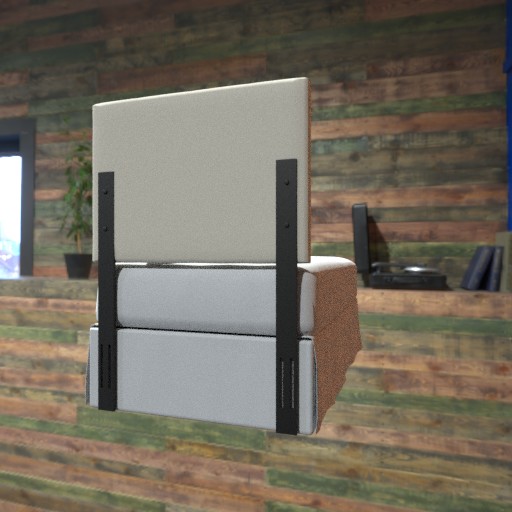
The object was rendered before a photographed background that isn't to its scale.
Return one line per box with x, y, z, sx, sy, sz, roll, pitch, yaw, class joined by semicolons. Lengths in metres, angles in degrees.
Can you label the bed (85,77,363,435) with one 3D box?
0.000;0.000;3.029;1.261;1.571;1.997;0;0;18;bed
